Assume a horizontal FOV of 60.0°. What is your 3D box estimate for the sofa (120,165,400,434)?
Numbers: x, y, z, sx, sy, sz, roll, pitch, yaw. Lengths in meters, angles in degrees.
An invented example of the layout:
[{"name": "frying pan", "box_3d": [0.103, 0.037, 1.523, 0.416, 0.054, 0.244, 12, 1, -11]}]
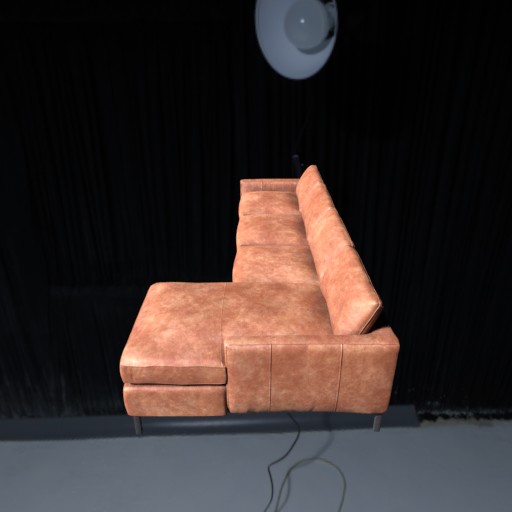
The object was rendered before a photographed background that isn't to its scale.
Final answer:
[{"name": "sofa", "box_3d": [0.000, 0.000, 3.675, 1.471, 0.859, 2.993, 0, 26, 0]}]
